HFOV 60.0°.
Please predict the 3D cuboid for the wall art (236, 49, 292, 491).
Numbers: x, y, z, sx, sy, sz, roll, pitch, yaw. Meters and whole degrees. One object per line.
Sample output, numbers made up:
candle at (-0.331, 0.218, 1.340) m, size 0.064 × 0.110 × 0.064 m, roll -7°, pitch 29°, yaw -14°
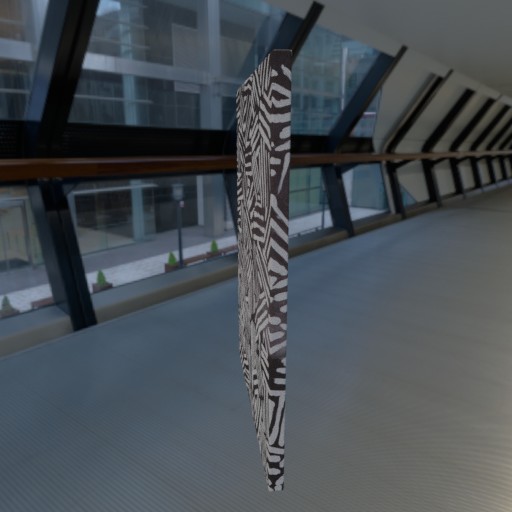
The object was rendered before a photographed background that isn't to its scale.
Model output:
wall art at (0.000, 0.000, 1.343) m, size 0.038 × 1.017 × 0.765 m, roll -2°, pitch 15°, yaw -7°
